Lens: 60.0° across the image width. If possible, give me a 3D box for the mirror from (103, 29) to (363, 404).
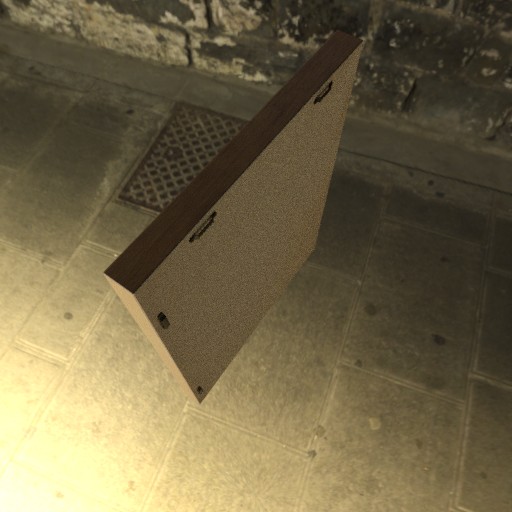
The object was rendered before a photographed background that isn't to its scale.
[{"bbox_3d":[0.000,0.000,0.680,0.041,0.508,0.405,32,66,16],"label":"mirror"}]
